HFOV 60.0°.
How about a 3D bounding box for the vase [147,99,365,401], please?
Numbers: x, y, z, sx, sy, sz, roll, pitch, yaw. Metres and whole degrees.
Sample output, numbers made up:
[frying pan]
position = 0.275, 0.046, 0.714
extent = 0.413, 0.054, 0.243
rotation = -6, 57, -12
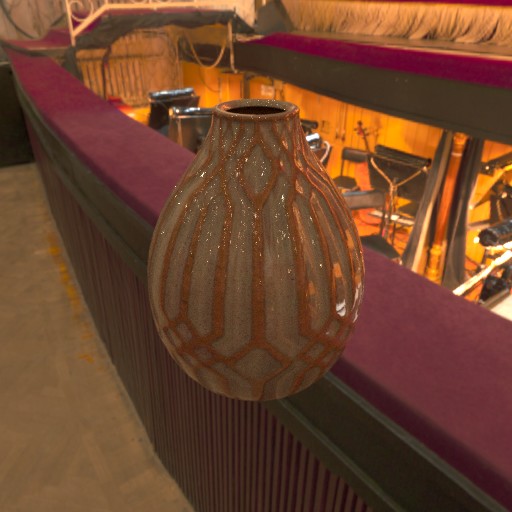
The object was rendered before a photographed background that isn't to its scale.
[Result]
[vase]
position = 0.000, 0.000, 0.268
extent = 0.131, 0.175, 0.131
rotation = 0, 30, 0
